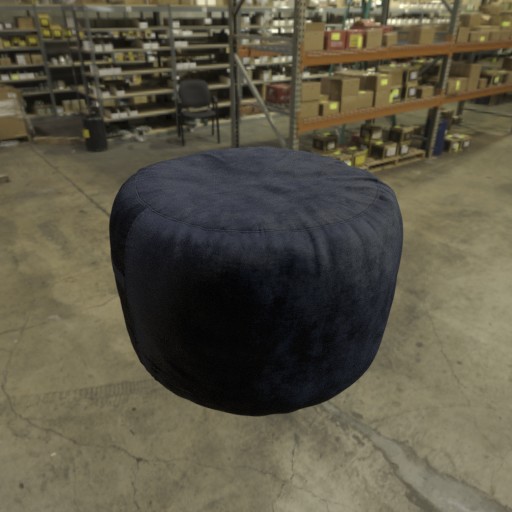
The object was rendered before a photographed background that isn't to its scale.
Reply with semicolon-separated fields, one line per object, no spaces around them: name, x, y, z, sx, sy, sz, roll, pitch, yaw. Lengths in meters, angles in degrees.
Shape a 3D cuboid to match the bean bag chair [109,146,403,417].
bean bag chair;0.000;0.000;1.977;1.219;0.762;1.219;0;29;0
